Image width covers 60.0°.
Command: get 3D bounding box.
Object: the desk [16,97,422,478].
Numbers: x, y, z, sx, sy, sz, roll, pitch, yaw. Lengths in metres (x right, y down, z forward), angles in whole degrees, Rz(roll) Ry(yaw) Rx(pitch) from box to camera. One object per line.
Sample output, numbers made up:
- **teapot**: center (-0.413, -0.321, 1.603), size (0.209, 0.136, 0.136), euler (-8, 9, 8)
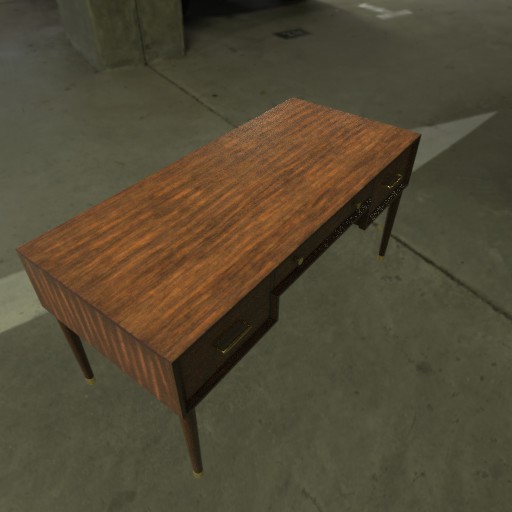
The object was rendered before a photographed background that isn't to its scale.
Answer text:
- **desk**: center (0.000, 0.000, 1.967), size (0.724, 0.762, 1.575), euler (27, 48, 27)
